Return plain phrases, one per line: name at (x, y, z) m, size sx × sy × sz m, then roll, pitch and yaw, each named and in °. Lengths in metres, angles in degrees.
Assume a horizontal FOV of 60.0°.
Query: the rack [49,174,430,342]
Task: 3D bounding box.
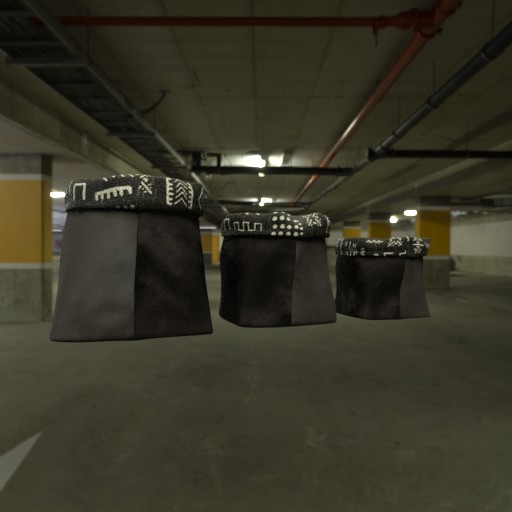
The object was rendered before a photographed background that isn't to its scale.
rack at (0.000, 0.000, 1.095) m, size 0.905 × 0.323 × 0.379 m, roll 0°, pitch 1°, yaw -18°
